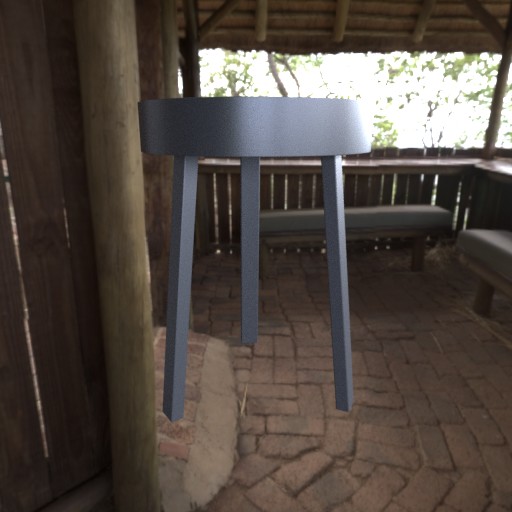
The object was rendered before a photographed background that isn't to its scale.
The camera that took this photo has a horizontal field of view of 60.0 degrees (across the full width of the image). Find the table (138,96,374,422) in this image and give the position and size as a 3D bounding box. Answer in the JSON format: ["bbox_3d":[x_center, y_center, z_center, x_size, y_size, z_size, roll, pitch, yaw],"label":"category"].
[{"bbox_3d":[0.000,0.000,0.862,0.406,0.559,0.406,0,16,0],"label":"table"}]
